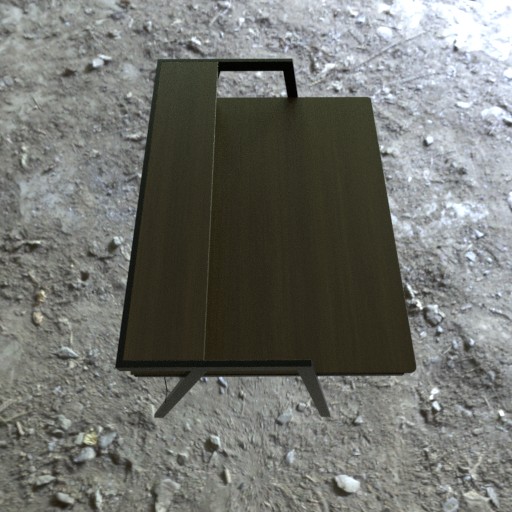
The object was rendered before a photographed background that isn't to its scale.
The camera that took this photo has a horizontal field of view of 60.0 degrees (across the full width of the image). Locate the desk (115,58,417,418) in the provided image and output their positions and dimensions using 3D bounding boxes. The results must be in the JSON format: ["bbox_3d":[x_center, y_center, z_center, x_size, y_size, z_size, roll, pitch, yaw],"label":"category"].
[{"bbox_3d":[0.000,0.000,1.836,0.936,0.998,1.143,0,63,0],"label":"desk"}]
